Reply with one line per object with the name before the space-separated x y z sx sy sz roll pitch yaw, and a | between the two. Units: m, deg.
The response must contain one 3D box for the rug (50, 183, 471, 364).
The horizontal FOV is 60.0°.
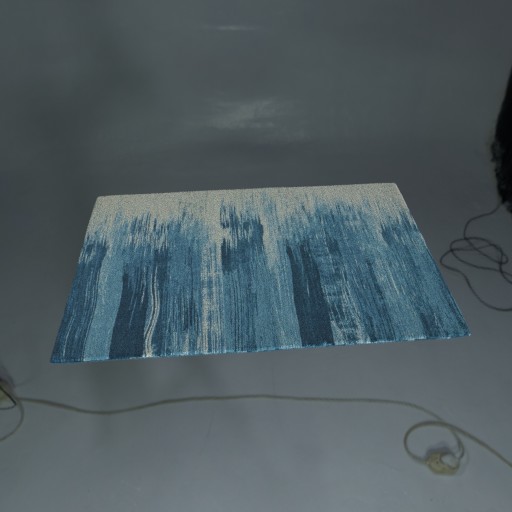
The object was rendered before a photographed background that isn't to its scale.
rug | 0.000 0.000 3.083 2.450 0.027 1.540 -3 45 -3
